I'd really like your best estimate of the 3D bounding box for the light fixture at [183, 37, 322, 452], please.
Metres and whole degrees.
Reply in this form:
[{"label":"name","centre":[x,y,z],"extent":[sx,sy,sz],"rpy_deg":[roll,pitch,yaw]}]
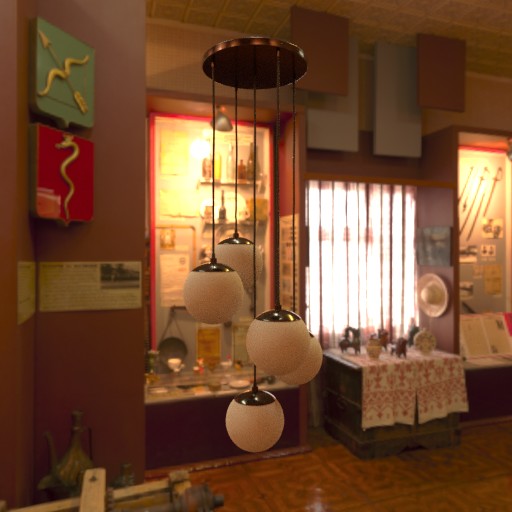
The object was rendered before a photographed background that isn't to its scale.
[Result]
[{"label":"light fixture","centre":[0.000,0.000,1.455],"extent":[0.484,1.271,0.489],"rpy_deg":[0,0,-17]}]
